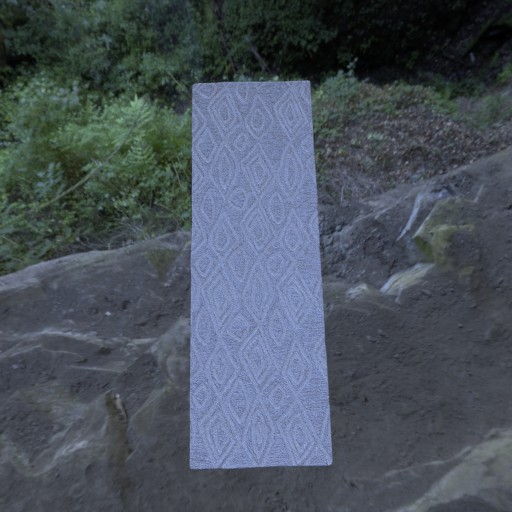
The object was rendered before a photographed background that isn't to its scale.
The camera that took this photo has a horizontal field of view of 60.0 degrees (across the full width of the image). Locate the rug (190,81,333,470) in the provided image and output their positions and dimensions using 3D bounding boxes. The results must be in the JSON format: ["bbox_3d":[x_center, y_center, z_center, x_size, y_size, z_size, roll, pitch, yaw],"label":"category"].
[{"bbox_3d":[0.000,0.000,2.749,0.807,0.013,2.436,-1,77,0],"label":"rug"}]
